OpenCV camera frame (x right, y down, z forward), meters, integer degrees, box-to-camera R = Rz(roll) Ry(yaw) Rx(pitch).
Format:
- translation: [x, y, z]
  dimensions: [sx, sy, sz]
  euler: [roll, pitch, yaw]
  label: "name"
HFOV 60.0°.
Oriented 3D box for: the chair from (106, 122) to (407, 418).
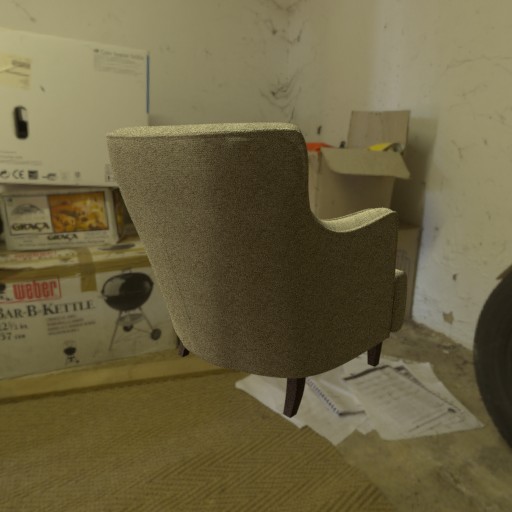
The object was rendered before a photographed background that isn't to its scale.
- translation: [0.000, 0.000, 1.661]
  dimensions: [0.820, 0.920, 0.910]
  euler: [14, 20, 43]
  label: "chair"
